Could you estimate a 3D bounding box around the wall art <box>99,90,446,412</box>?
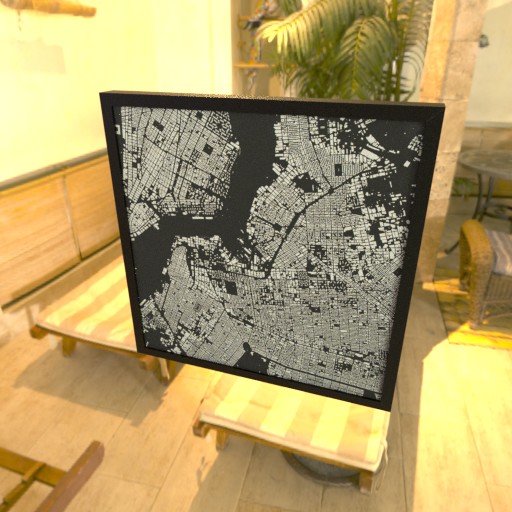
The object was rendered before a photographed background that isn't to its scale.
[{"bbox_3d":[0.000,0.000,0.746,0.506,0.506,0.038,9,27,17],"label":"wall art"}]
